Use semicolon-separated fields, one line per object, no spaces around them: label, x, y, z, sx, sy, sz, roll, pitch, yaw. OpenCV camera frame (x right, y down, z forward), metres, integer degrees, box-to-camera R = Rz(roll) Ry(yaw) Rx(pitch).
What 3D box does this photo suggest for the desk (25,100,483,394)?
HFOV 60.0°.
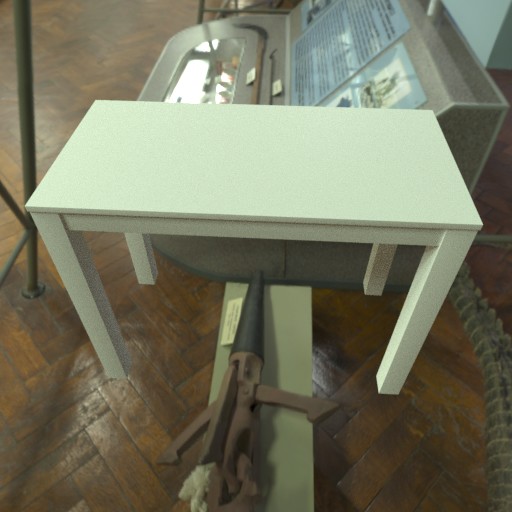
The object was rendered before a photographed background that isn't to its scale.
desk;0.000;0.000;1.401;0.990;0.762;0.497;3;46;2
